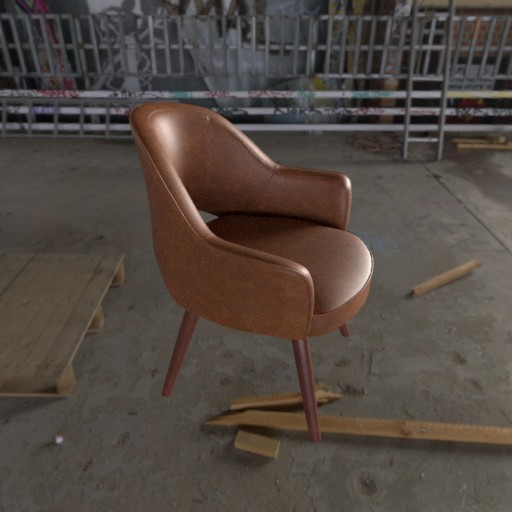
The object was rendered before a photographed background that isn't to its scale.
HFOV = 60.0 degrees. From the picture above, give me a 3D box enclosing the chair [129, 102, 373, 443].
[{"bbox_3d":[0.000,0.000,1.245,0.640,0.777,0.591,10,32,17],"label":"chair"}]
